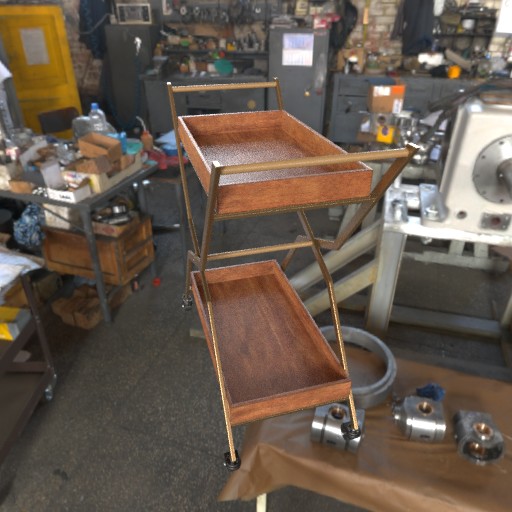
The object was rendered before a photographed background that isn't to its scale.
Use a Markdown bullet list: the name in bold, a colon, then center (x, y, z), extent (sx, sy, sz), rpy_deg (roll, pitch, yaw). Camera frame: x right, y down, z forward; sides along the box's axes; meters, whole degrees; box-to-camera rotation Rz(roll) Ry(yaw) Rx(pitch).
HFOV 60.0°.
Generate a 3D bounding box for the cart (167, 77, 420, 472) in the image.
- **cart**: center (0.000, 0.000, 1.318), extent (0.405, 0.869, 0.836), rpy_deg (-8, 32, -14)
